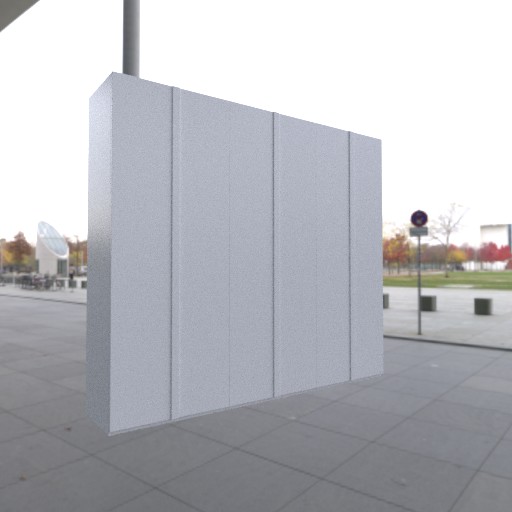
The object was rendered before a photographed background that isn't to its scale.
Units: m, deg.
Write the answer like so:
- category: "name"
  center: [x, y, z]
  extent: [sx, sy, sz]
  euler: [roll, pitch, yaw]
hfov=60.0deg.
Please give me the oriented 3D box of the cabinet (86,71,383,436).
- category: "cabinet"
  center: [0.000, 0.000, 3.877]
  extent: [2.700, 2.370, 0.590]
  euler: [1, -2, -35]
